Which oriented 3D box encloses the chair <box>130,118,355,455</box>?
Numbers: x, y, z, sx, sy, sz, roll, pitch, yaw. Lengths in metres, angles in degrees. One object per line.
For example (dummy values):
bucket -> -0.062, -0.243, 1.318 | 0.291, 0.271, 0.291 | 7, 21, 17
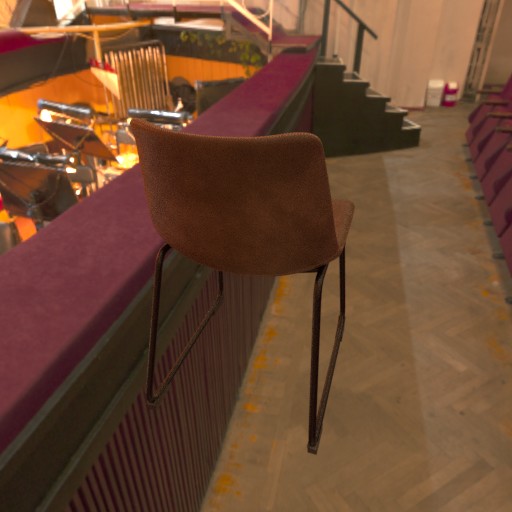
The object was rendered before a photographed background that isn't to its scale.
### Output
chair -> 0.000, 0.000, 1.127 | 0.460, 0.780, 0.551 | 9, 33, 15
